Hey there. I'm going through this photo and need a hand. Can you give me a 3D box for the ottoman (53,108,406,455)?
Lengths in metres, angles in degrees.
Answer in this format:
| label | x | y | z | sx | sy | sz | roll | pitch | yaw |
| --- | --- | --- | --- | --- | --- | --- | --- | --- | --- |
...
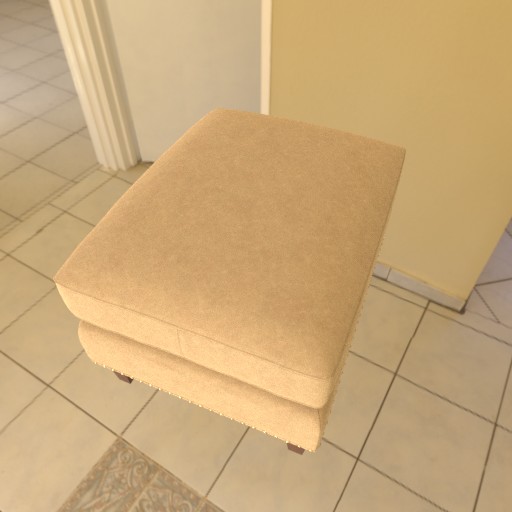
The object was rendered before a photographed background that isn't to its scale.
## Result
| label | x | y | z | sx | sy | sz | roll | pitch | yaw |
| --- | --- | --- | --- | --- | --- | --- | --- | --- | --- |
| ottoman | 0.000 | 0.000 | 1.144 | 0.584 | 0.513 | 0.741 | 17 | 49 | 15 |
